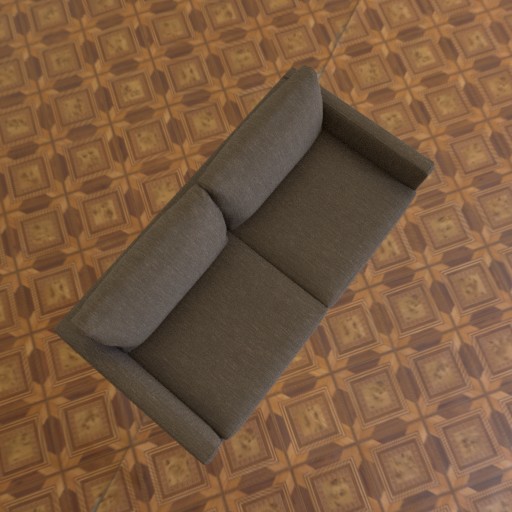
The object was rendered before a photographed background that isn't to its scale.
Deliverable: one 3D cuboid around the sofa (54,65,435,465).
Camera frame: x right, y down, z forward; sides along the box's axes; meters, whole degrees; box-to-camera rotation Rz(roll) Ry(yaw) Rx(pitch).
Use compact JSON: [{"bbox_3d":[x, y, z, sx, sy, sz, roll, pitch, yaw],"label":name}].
[{"bbox_3d":[0.000,0.000,2.145,0.875,0.840,1.682,38,79,9],"label":"sofa"}]
